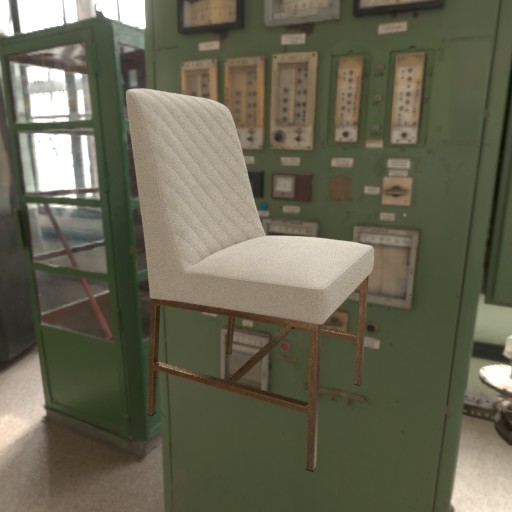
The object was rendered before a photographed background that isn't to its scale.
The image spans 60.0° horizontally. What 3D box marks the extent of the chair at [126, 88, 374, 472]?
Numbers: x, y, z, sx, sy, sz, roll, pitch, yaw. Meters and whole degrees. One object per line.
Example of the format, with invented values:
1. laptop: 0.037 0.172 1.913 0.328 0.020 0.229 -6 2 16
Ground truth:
1. chair: 0.000 0.000 1.313 0.597 0.933 0.503 7 16 26
